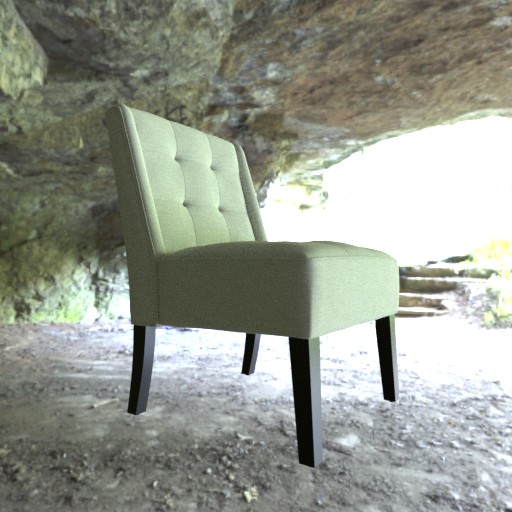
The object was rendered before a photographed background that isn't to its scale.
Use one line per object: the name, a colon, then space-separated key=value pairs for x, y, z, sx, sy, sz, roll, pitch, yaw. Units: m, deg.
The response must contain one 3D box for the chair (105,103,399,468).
chair: x=0.000 y=0.000 z=1.278 sx=0.676 sy=0.853 sz=0.569 roll=-1 pitch=-1 yaw=35
